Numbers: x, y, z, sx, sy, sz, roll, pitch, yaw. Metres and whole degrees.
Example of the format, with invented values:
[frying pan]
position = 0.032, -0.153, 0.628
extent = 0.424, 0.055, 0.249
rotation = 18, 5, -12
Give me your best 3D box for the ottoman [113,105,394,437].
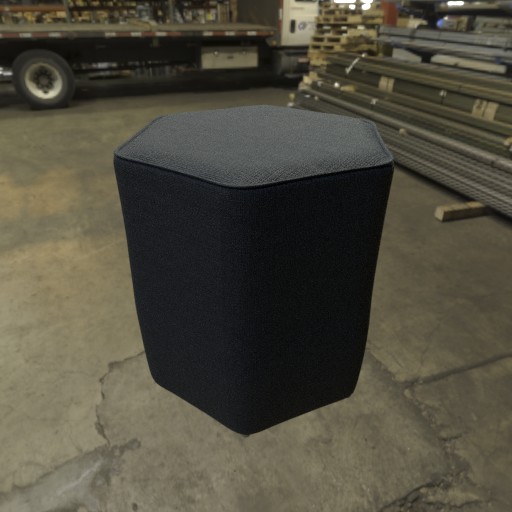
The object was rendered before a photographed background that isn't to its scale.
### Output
[ottoman]
position = 0.000, 0.000, 0.889
extent = 0.492, 0.505, 0.454
rotation = -11, 32, -18
